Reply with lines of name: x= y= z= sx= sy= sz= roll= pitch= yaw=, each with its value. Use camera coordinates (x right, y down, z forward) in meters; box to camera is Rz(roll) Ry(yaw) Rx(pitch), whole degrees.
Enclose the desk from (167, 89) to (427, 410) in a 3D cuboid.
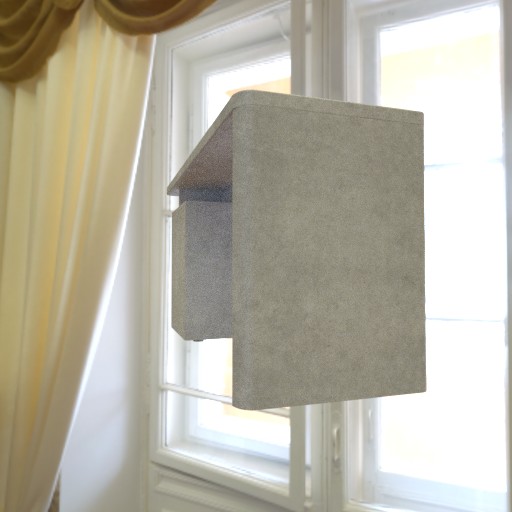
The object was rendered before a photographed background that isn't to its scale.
desk: x=0.000 y=0.000 z=1.775 sx=0.550 sy=0.755 sz=1.400 roll=0 pitch=-2 yaw=-18
